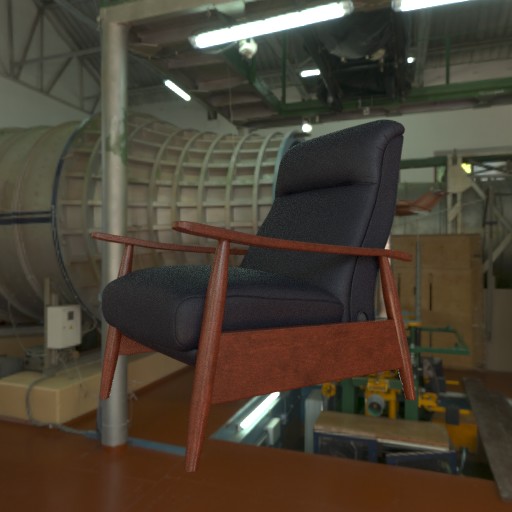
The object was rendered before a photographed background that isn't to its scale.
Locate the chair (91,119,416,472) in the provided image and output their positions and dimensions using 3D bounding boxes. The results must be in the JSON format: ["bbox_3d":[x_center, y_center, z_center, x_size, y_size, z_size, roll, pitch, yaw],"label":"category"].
[{"bbox_3d":[0.000,0.000,1.683,1.014,1.082,0.762,0,0,-36],"label":"chair"}]
